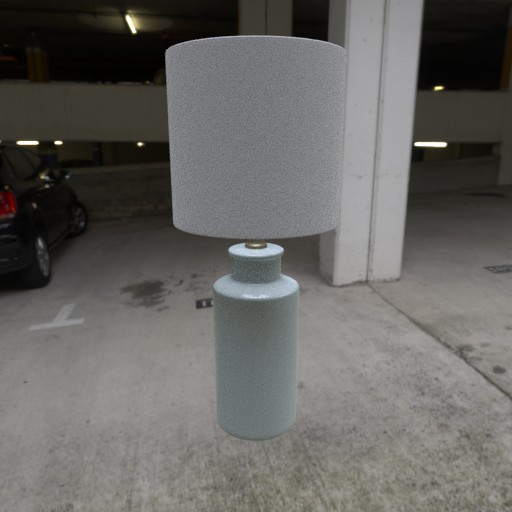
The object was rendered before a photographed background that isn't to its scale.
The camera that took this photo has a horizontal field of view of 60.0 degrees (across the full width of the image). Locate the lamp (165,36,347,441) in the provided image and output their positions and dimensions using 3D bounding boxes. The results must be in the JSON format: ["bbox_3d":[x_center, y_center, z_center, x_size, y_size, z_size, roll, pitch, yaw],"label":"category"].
[{"bbox_3d":[0.000,0.000,0.590,0.212,0.493,0.212,-3,15,-9],"label":"lamp"}]
